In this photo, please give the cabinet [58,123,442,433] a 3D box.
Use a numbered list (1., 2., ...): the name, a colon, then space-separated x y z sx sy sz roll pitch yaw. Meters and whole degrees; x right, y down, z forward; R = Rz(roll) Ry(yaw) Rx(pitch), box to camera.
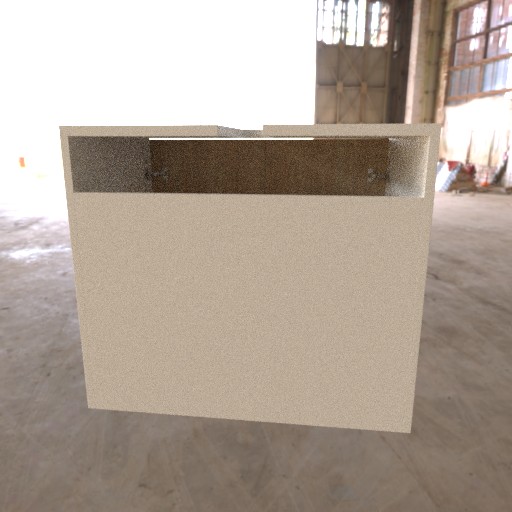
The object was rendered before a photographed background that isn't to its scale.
1. cabinet: 0.000 0.000 0.943 0.600 0.522 0.400 2 15 7
